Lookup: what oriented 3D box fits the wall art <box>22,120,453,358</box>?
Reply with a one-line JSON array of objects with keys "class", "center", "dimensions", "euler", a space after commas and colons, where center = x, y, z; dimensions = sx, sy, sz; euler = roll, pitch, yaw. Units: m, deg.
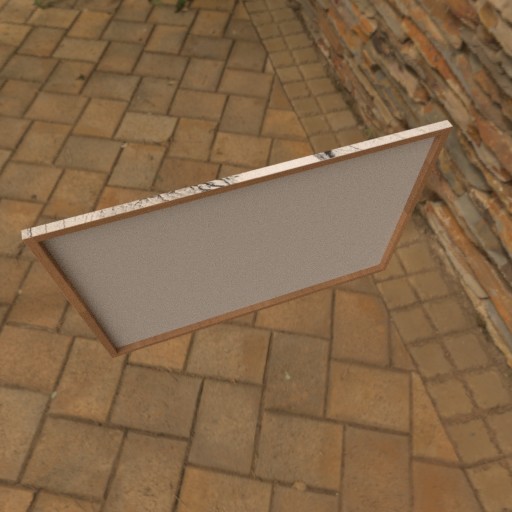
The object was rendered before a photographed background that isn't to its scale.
[{"class": "wall art", "center": [0.000, 0.000, 1.152], "dimensions": [0.914, 0.607, 0.023], "euler": [-17, 58, -11]}]
